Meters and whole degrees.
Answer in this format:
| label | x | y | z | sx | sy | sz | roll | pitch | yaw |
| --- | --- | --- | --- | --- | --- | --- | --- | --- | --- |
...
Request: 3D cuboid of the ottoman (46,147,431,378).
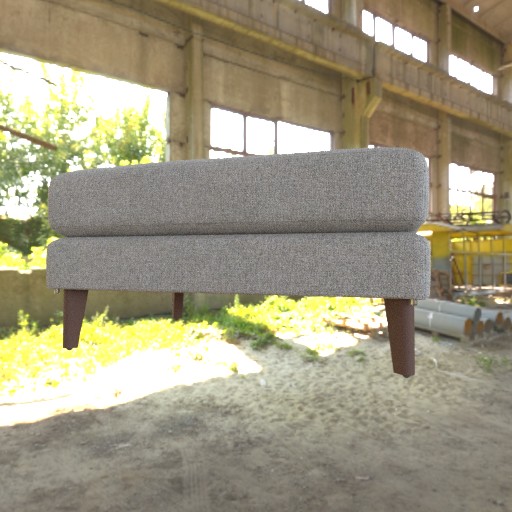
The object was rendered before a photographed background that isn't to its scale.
| label | x | y | z | sx | sy | sz | roll | pitch | yaw |
| --- | --- | --- | --- | --- | --- | --- | --- | --- | --- |
| ottoman | 0.000 | 0.000 | 1.160 | 0.821 | 0.441 | 0.611 | 0 | 0 | 18 |
